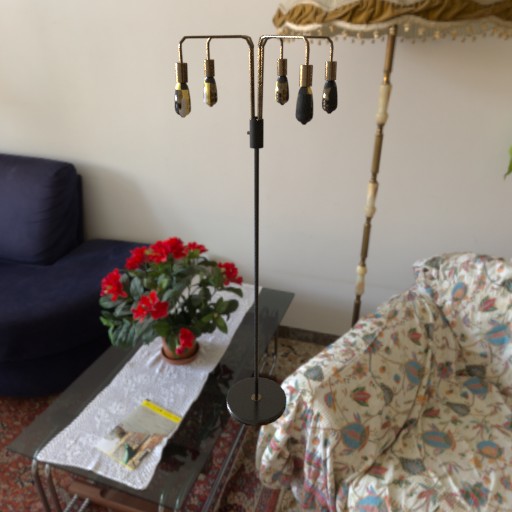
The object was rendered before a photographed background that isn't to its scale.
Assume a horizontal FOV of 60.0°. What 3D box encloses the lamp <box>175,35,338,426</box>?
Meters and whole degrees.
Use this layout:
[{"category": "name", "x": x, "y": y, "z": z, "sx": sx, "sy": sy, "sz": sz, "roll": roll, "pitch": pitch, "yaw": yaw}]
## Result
[{"category": "lamp", "x": 0.000, "y": 0.000, "z": 1.928, "sx": 0.599, "sy": 1.721, "sz": 0.572, "roll": -8, "pitch": 27, "yaw": -16}]
